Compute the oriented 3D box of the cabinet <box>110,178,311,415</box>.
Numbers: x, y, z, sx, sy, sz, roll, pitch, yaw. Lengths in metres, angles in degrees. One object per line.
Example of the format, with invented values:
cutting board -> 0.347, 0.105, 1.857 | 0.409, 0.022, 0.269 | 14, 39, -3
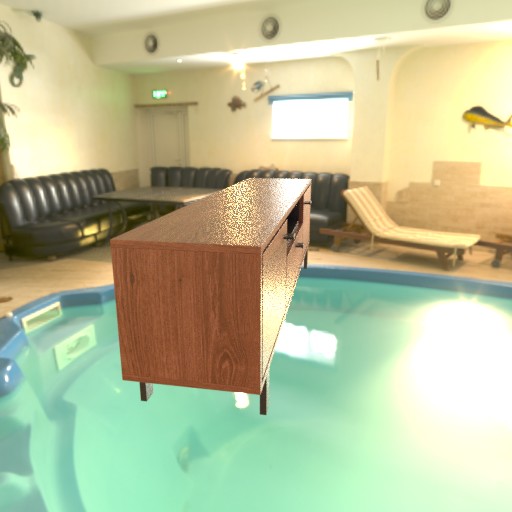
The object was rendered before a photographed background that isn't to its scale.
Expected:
cabinet -> 0.000, 0.000, 1.876 | 0.400, 0.500, 1.650 | 3, 15, 10
